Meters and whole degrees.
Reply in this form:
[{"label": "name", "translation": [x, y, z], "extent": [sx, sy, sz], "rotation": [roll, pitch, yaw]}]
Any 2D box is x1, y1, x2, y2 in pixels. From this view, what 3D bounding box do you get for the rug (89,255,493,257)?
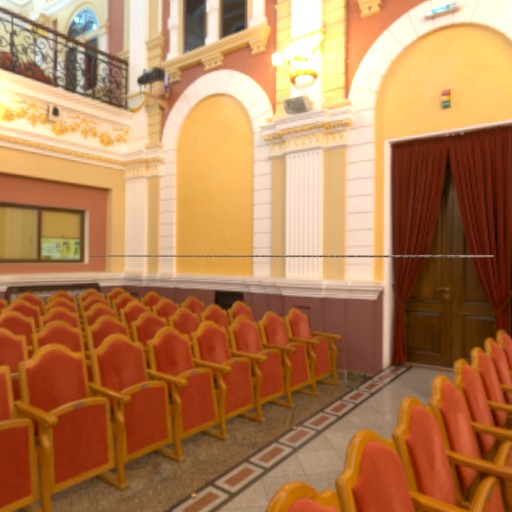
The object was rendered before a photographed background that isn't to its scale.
[{"label": "rug", "translation": [0.000, 0.000, 2.495], "extent": [2.286, 0.008, 0.686], "rotation": [0, 0, 38]}]
